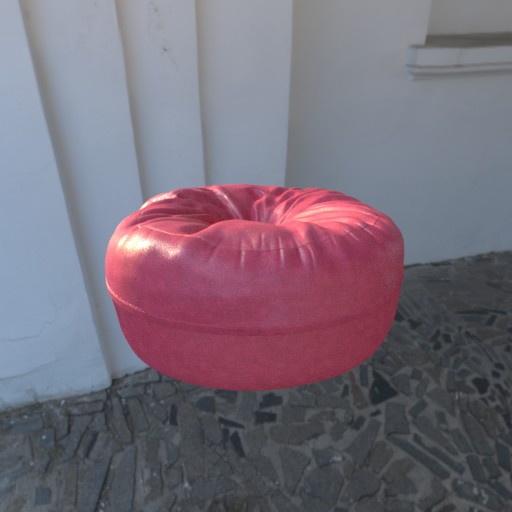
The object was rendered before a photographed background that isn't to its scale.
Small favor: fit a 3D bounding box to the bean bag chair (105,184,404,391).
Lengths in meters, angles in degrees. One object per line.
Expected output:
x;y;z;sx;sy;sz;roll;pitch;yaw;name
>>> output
0.000;0.000;2.510;1.524;0.878;1.524;-1;30;-2;bean bag chair
